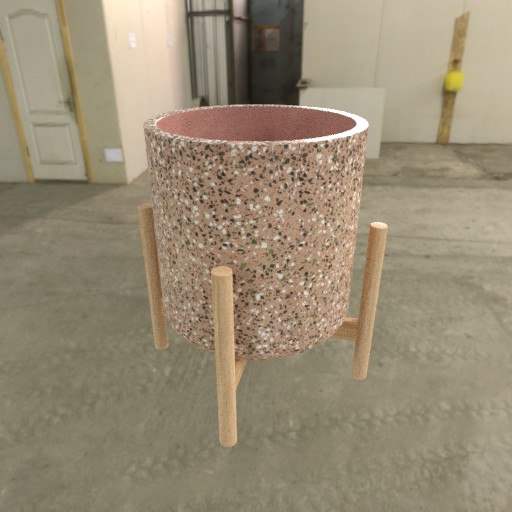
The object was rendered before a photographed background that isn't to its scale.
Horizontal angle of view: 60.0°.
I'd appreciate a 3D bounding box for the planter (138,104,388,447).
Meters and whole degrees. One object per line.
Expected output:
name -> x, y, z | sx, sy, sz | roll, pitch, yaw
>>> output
planter -> 0.000, 0.000, 0.705 | 0.360, 0.419, 0.360 | 18, 32, 31
